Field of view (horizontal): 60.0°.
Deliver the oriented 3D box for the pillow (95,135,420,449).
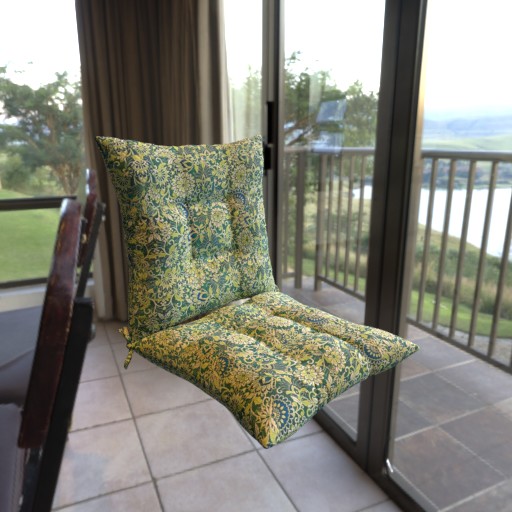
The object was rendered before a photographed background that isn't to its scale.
[{"bbox_3d":[0.000,0.000,1.018,0.541,0.536,0.585,-14,20,-41],"label":"pillow"}]
